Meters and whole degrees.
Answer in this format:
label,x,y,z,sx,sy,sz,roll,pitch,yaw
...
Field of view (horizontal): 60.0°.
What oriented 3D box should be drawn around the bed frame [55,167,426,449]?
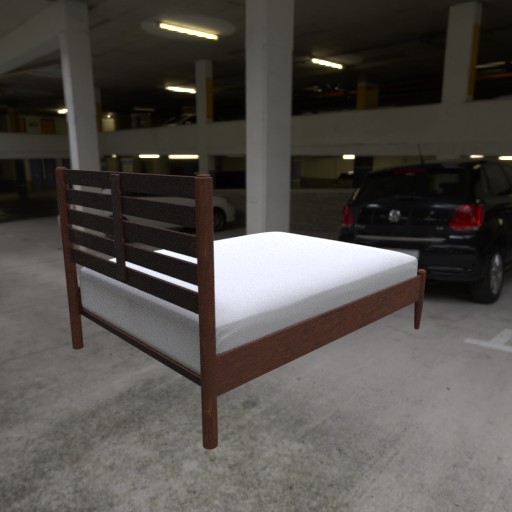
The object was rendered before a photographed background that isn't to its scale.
label,x,y,z,sx,sy,sz,roll,pitch,yaw
bed frame,0.000,0.000,3.335,2.234,1.321,1.655,-12,18,-43
